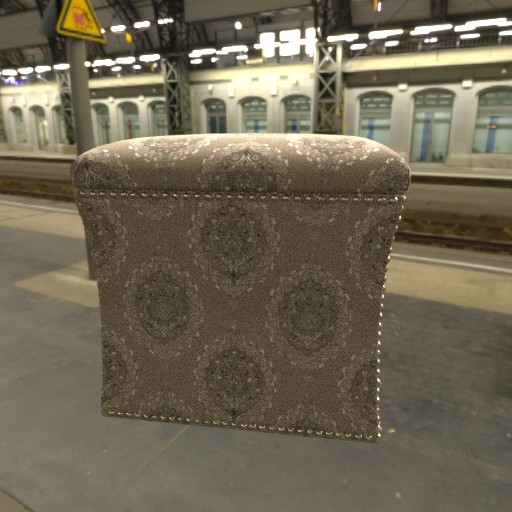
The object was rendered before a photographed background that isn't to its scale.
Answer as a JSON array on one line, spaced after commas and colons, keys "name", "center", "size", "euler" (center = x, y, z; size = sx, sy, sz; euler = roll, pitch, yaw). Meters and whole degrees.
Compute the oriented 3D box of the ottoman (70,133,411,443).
[{"name": "ottoman", "center": [0.000, 0.000, 0.887], "size": [0.497, 0.473, 0.507], "euler": [2, 16, 8]}]
